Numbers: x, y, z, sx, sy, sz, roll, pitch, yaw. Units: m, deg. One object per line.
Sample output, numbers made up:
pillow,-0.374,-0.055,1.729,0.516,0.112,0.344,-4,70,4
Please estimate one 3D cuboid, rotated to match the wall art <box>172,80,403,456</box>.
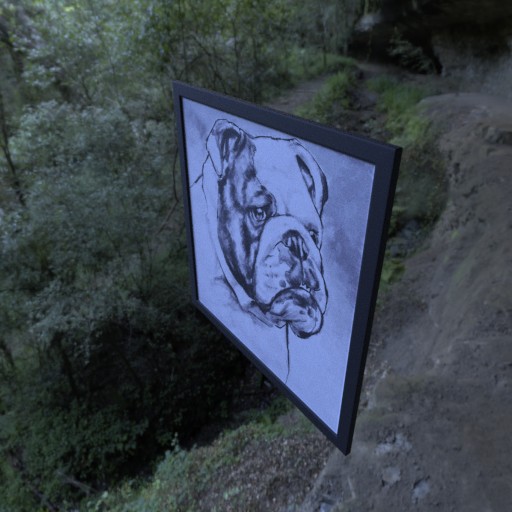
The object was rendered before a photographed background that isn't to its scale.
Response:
wall art,0.000,0.000,0.846,0.012,0.558,0.562,-20,36,-30
